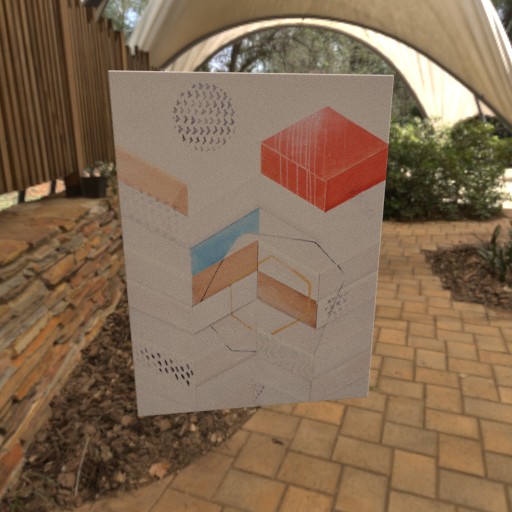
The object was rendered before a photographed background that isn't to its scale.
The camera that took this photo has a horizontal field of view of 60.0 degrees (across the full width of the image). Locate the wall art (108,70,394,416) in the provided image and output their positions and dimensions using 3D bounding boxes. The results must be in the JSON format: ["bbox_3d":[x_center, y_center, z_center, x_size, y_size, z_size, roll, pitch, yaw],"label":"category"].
[{"bbox_3d":[0.000,0.000,1.327,0.759,1.014,0.045,-2,16,-8],"label":"wall art"}]
